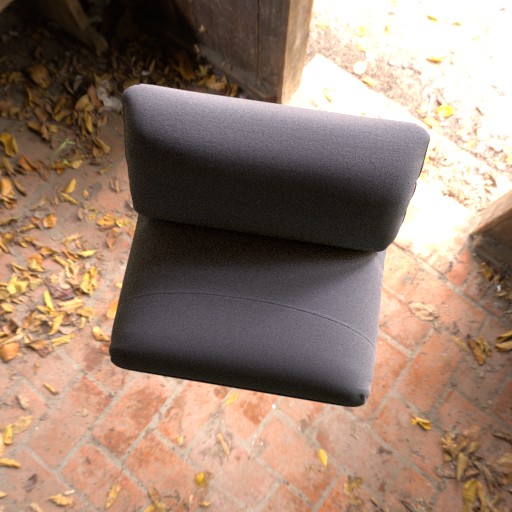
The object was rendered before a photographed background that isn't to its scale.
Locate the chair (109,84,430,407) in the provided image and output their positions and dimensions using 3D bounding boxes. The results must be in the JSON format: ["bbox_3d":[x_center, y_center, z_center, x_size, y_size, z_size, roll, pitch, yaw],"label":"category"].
[{"bbox_3d":[0.000,0.000,1.324,0.820,0.580,0.780,9,76,2],"label":"chair"}]
